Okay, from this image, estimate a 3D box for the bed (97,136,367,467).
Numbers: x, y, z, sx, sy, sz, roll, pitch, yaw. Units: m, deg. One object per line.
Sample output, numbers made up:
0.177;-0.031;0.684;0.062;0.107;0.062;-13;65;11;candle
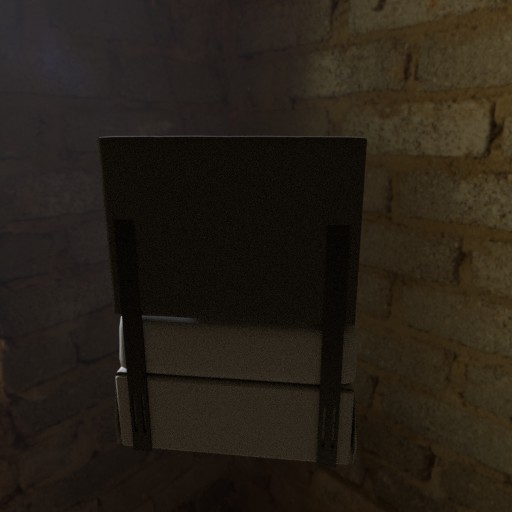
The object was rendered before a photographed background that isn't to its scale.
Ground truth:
0.000;0.000;2.964;1.261;1.571;1.997;2;16;7;bed
